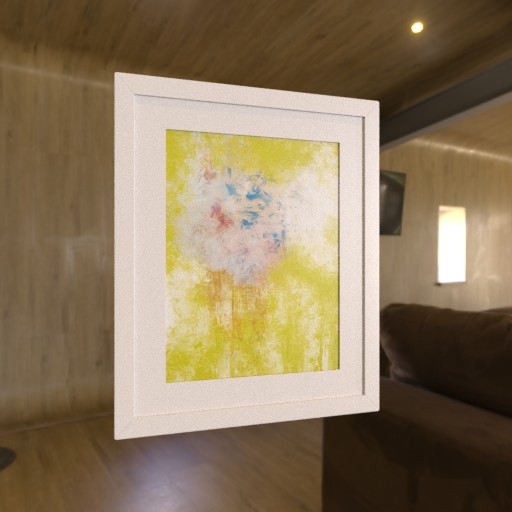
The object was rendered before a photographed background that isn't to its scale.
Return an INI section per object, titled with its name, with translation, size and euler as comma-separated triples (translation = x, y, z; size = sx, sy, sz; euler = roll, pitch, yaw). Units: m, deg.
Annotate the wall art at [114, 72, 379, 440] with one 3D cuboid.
[wall art]
translation = 0.000, 0.000, 0.745
size = 0.454, 0.556, 0.028
euler = 0, 0, -16
